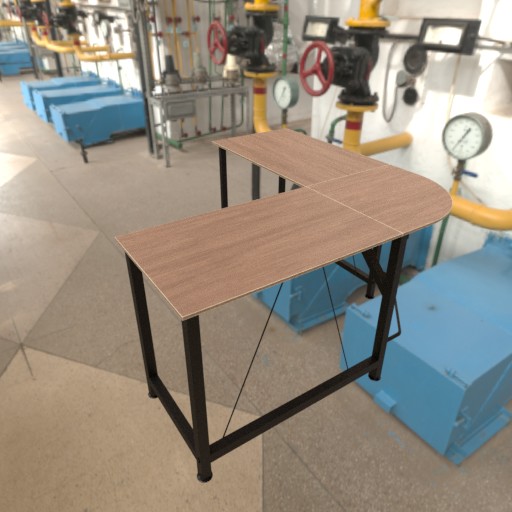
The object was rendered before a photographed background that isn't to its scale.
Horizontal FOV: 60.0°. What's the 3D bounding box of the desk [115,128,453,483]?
[{"bbox_3d":[0.000,0.000,2.189,1.400,0.762,1.400,-19,35,-29],"label":"desk"}]
